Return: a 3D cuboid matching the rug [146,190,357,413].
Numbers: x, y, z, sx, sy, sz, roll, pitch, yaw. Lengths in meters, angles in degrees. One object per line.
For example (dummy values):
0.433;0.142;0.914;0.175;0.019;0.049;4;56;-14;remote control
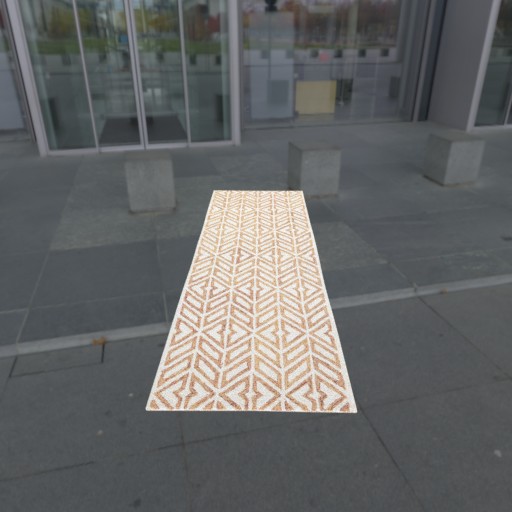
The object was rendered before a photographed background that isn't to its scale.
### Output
0.000;0.000;2.651;0.750;0.009;2.435;0;27;1;rug
